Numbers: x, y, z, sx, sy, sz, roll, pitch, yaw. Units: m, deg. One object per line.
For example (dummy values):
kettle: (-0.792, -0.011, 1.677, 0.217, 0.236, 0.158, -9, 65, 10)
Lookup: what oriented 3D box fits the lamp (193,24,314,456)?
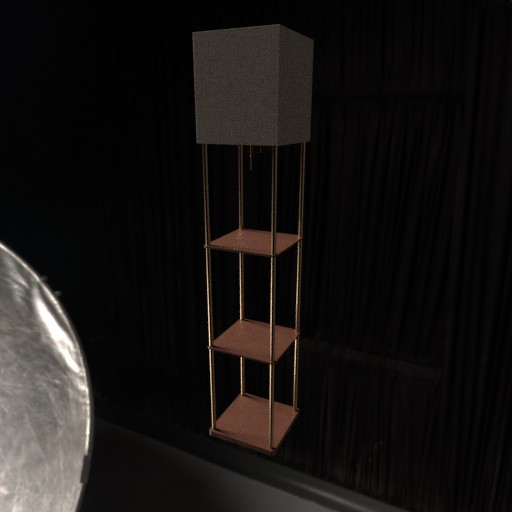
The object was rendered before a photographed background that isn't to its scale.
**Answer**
lamp: (0.000, 0.000, 1.745, 0.308, 1.569, 0.310, 8, 19, 24)
